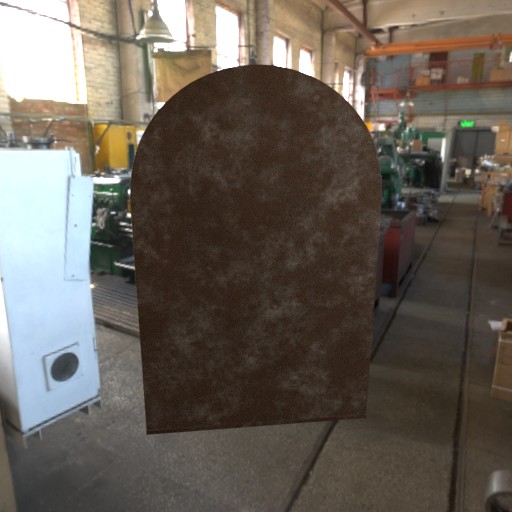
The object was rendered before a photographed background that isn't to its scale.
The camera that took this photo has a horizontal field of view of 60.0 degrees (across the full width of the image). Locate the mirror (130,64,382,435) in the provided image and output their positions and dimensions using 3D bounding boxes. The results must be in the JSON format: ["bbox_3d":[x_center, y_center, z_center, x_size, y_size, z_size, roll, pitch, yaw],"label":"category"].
[{"bbox_3d":[0.000,0.000,0.985,0.510,0.770,0.137,-2,15,-7],"label":"mirror"}]
